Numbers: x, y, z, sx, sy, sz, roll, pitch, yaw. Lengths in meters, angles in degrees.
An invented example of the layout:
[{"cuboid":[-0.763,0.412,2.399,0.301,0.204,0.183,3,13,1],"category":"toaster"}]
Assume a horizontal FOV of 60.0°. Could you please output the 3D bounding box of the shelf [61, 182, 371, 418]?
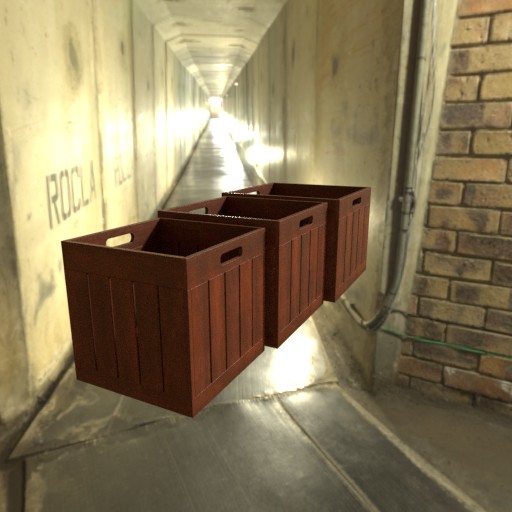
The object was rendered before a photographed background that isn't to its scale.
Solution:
[{"cuboid":[0.000,0.000,1.267,0.393,0.311,1.064,7,16,26],"category":"shelf"}]
